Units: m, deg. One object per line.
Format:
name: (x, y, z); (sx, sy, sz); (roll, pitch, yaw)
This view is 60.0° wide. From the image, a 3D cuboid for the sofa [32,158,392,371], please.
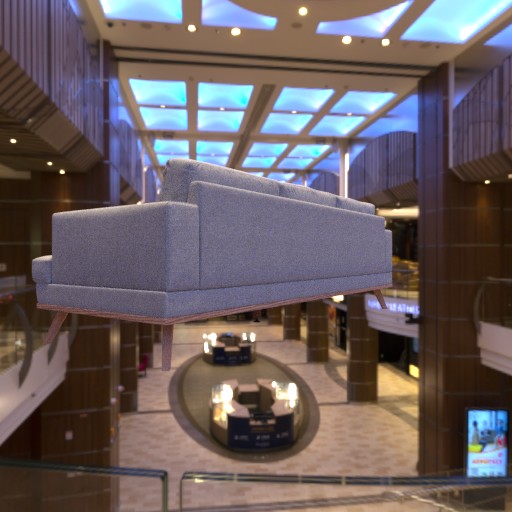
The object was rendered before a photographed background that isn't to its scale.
sofa: (0.000, 0.000, 2.715); (0.920, 0.810, 2.310); (0, 0, 36)
